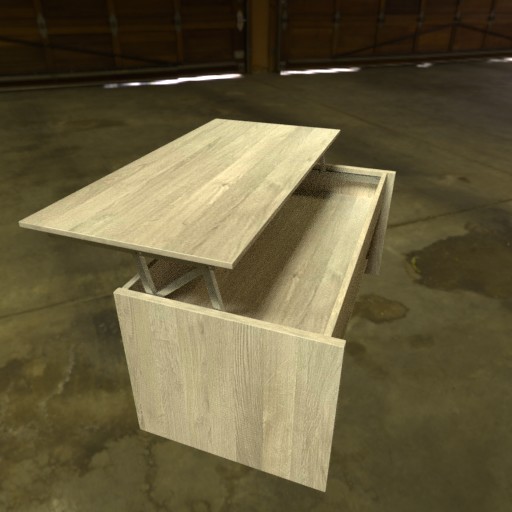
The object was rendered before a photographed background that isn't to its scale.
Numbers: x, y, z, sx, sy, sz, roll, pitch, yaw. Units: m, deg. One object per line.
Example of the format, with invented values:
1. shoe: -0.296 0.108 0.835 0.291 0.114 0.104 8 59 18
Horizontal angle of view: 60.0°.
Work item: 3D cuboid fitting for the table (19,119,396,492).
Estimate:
1. table: 0.000 0.000 1.387 0.712 0.570 1.000 11 32 18
